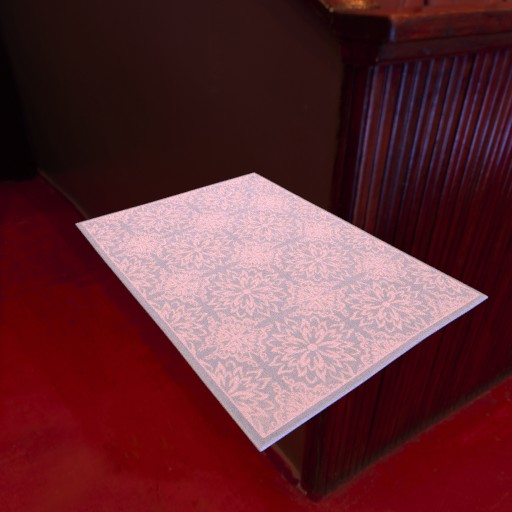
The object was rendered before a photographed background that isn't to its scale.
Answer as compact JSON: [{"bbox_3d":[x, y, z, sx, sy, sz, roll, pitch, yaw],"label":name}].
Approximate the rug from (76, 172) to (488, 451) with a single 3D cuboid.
[{"bbox_3d":[0.000,0.000,2.818,1.589,0.014,2.205,-22,39,-30],"label":"rug"}]
